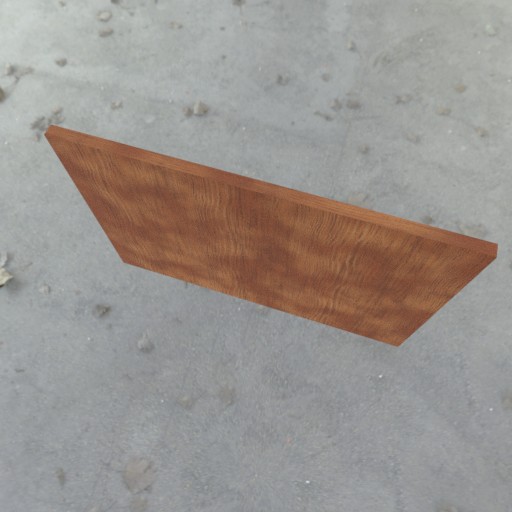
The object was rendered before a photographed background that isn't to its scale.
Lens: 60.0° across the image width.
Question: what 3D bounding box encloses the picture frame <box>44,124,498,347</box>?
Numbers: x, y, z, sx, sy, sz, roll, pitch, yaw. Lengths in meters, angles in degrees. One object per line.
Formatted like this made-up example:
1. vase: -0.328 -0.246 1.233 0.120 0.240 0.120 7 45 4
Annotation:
1. picture frame: 0.000 0.000 1.180 0.950 0.640 0.029 16 65 8
